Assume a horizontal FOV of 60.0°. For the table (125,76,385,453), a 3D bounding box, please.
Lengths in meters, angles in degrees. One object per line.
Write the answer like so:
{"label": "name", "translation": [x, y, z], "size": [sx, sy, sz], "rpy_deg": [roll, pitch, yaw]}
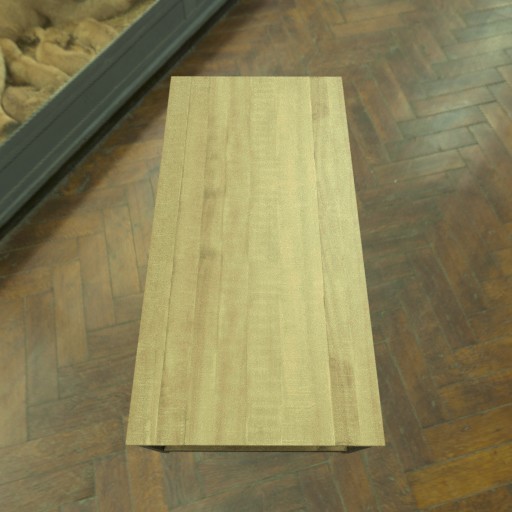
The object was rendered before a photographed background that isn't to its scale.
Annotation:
{"label": "table", "translation": [0.000, 0.000, 1.364], "size": [0.551, 0.399, 1.100], "rpy_deg": [0, 63, 0]}
